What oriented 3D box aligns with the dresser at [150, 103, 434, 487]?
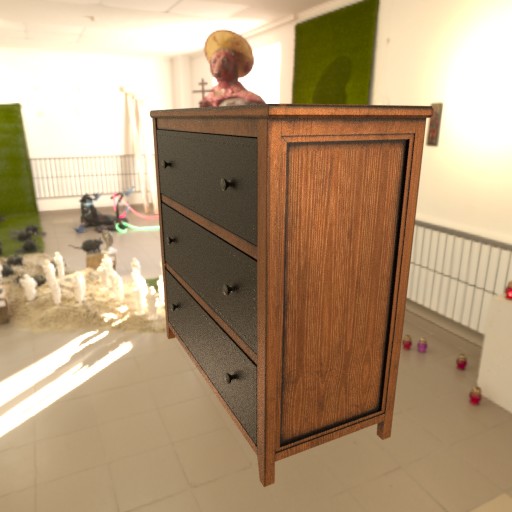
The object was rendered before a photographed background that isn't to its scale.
[{"bbox_3d":[0.000,0.000,1.940,0.591,1.224,1.250,-8,19,-25],"label":"dresser"}]
